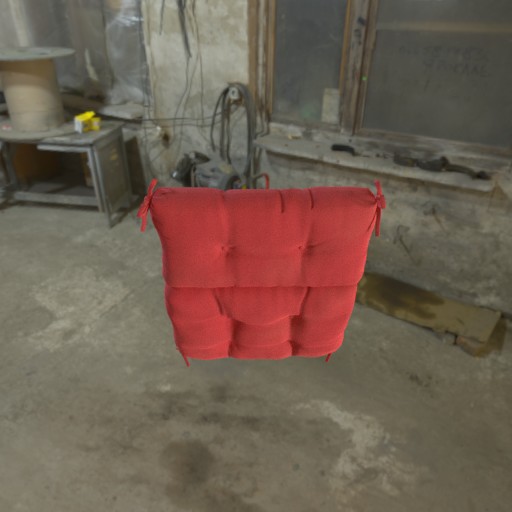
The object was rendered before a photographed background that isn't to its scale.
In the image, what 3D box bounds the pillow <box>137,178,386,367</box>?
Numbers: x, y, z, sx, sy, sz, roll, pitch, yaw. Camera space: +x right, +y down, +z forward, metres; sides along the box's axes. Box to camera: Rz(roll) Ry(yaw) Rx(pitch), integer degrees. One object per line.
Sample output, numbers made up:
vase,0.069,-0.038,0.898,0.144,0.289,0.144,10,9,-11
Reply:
pillow,0.000,0.000,1.506,0.526,0.863,1.016,0,30,-1
